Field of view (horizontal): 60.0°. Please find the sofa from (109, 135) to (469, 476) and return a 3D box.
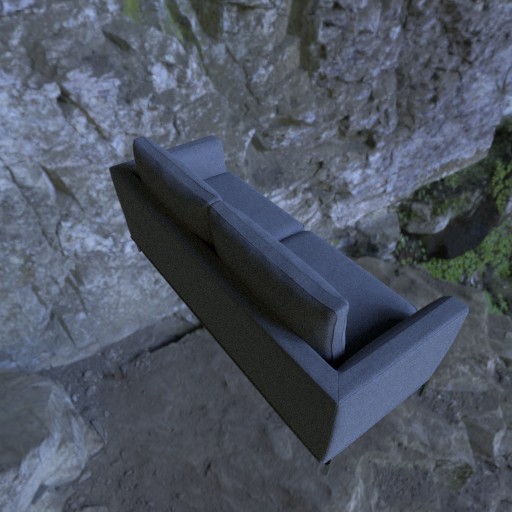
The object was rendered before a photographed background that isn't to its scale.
[{"bbox_3d":[0.000,0.000,2.670,0.869,1.002,2.212,-26,47,-27],"label":"sofa"}]
